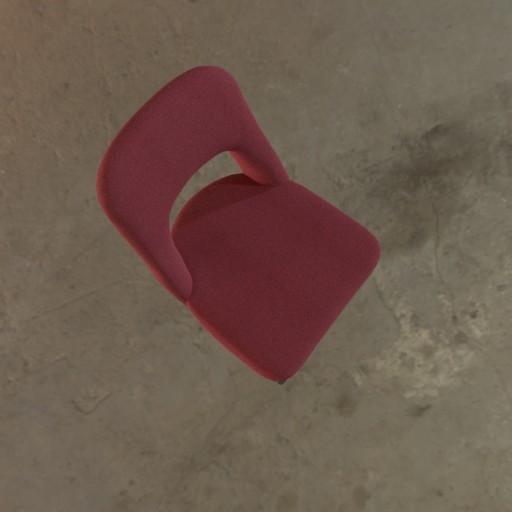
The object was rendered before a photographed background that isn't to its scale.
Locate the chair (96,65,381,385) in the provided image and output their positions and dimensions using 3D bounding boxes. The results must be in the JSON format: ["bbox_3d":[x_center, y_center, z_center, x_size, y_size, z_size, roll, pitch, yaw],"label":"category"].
[{"bbox_3d":[0.000,0.000,1.209,0.569,0.892,0.483,38,78,10],"label":"chair"}]
